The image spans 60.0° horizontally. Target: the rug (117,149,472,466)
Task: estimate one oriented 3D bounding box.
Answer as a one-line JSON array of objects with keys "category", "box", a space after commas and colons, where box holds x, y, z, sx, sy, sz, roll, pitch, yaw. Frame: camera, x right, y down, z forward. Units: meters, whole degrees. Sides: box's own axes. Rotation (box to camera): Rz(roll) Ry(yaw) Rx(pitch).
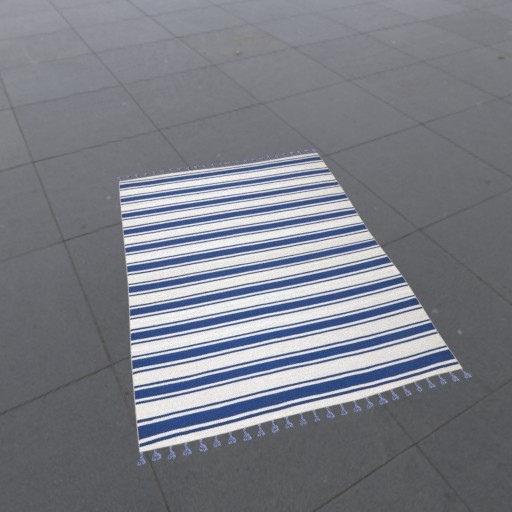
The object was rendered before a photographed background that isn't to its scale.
[{"category": "rug", "box": [0.000, 0.000, 4.256, 2.471, 0.016, 3.416, -10, 45, -10]}]
